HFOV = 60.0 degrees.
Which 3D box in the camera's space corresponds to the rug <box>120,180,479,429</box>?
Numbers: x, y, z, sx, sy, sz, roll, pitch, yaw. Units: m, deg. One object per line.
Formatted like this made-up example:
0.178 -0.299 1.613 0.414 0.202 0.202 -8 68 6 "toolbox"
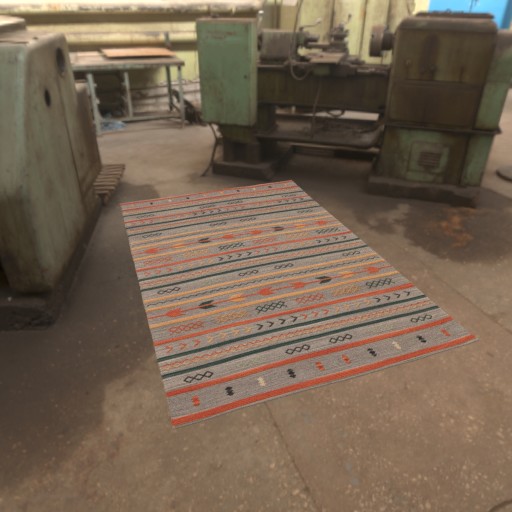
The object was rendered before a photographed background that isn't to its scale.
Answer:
0.000 0.000 2.312 1.220 0.017 1.835 -10 32 -17 "rug"
